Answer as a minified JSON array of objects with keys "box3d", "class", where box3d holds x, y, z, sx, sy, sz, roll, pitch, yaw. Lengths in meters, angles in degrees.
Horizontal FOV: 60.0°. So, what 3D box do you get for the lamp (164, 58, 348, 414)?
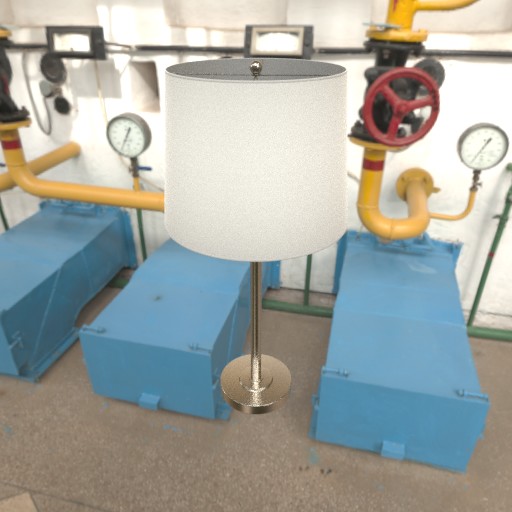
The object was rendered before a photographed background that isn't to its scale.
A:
[{"box3d":[0.000,0.000,0.858,0.333,0.696,0.333,0,30,0],"class":"lamp"}]
